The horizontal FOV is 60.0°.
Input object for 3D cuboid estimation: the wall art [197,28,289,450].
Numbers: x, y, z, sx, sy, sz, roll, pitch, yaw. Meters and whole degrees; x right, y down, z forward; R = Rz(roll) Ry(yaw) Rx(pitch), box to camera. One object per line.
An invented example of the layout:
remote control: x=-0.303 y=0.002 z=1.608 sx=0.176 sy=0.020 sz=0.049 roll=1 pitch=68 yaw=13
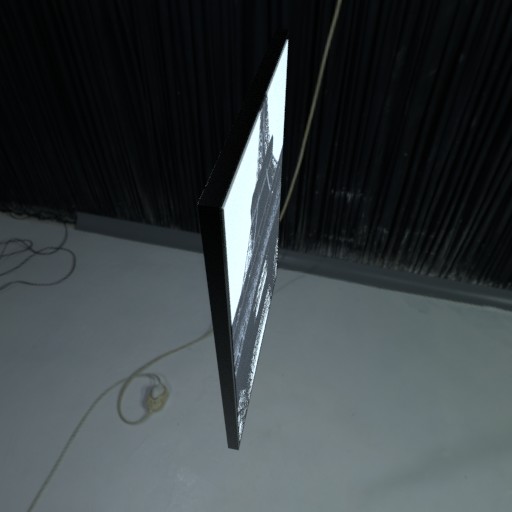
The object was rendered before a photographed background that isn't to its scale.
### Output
wall art: x=0.000 y=0.000 z=1.385 sx=0.040 sy=1.062 sz=0.805 roll=8 pitch=47 yaw=8
